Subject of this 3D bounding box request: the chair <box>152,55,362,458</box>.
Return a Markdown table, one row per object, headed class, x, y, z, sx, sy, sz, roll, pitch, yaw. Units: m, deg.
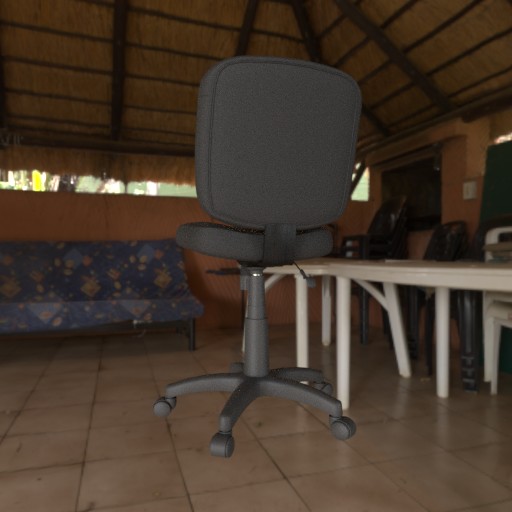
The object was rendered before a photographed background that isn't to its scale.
| class | x | y | z | sx | sy | sz | roll | pitch | yaw |
| --- | --- | --- | --- | --- | --- | --- | --- | --- | --- |
| chair | 0.000 | 0.000 | 1.357 | 0.610 | 0.972 | 0.610 | 0 | 0 | -18 |
